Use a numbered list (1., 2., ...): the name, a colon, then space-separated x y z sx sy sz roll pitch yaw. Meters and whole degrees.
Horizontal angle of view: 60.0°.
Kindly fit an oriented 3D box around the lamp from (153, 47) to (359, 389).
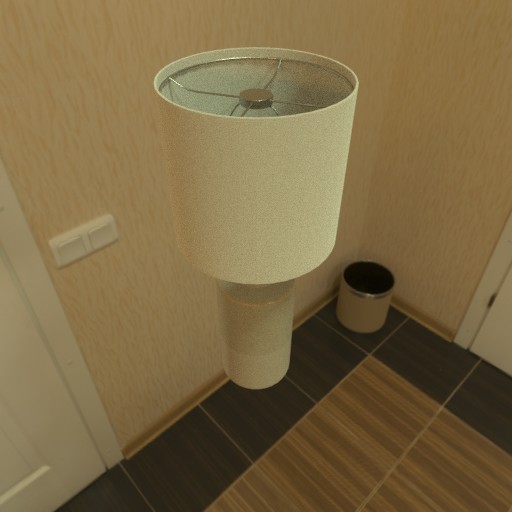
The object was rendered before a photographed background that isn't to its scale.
1. lamp: 0.000 0.000 0.623 0.212 0.493 0.212 12 42 13
